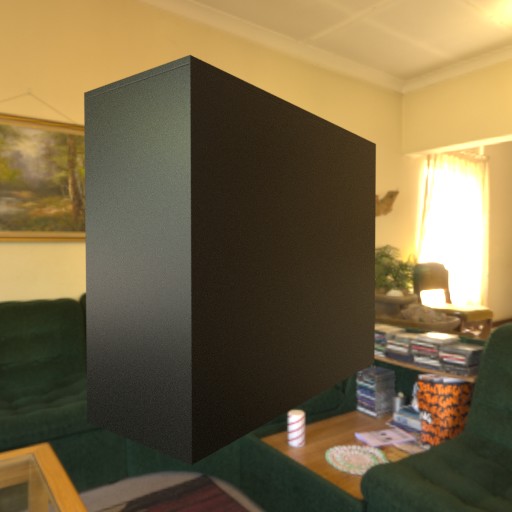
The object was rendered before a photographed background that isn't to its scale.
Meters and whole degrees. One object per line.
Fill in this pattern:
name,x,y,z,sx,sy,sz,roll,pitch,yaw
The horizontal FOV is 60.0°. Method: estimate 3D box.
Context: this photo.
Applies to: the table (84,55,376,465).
table,0.000,0.000,1.339,0.380,0.790,0.930,1,2,37
